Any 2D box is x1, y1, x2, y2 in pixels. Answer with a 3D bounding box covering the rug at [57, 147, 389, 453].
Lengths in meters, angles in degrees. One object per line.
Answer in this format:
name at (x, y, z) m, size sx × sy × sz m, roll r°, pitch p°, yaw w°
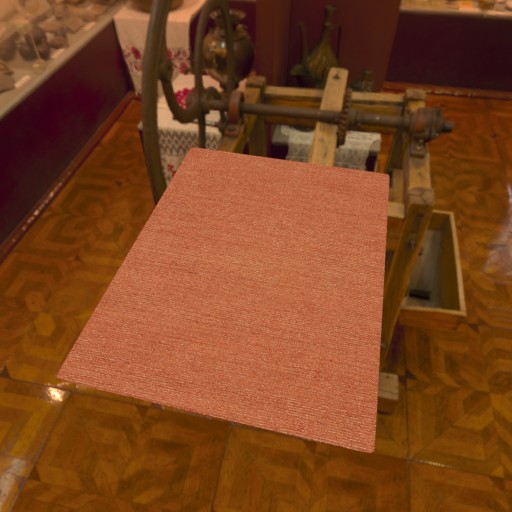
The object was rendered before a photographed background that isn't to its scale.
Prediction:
rug at (0.000, 0.000, 2.808) m, size 1.594 × 0.009 × 2.112 m, roll 10°, pitch 48°, yaw 9°
